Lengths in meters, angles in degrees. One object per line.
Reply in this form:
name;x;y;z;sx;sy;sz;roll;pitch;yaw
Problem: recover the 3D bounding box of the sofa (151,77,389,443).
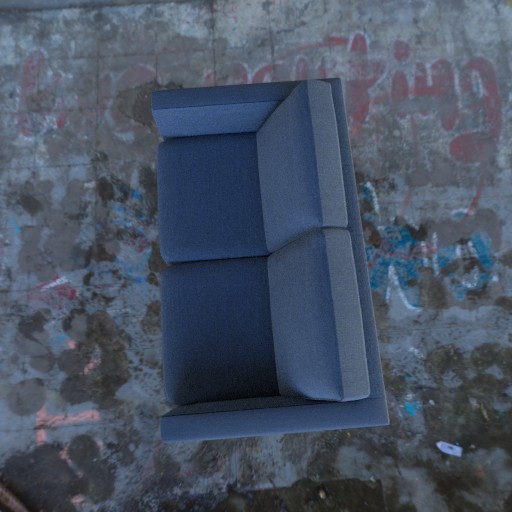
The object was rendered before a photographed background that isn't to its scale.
sofa;0.000;0.000;2.282;0.999;0.907;1.659;-4;77;-1
